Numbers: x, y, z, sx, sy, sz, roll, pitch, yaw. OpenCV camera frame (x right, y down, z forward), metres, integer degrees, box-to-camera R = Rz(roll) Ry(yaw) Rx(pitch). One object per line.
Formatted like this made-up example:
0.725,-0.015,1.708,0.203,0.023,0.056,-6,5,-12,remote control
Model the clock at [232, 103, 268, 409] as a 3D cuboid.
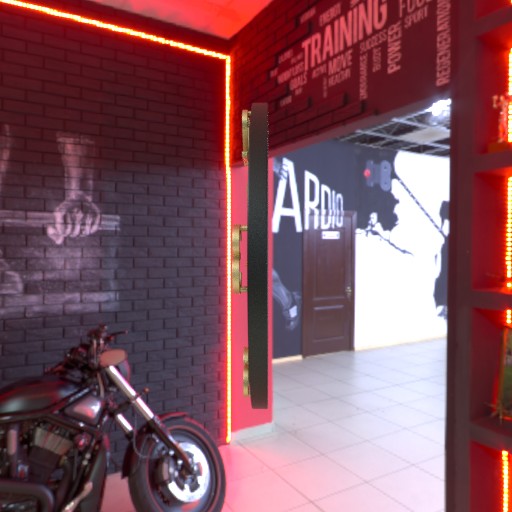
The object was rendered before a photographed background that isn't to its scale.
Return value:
0.000,0.000,0.695,0.038,0.454,0.454,0,1,2,clock
